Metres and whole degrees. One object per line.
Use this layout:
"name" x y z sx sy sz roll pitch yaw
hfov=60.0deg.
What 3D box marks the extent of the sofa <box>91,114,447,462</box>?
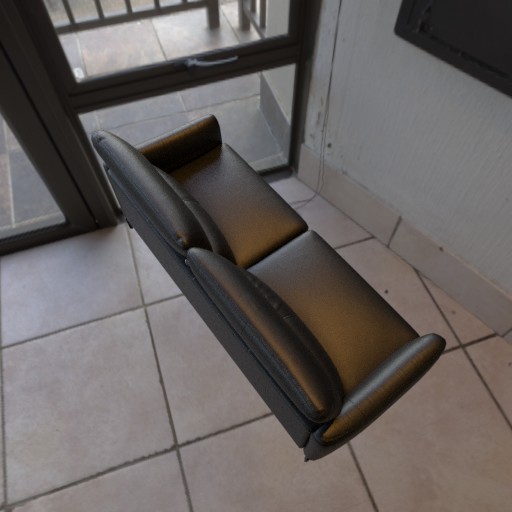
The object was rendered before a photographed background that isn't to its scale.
"sofa" 0.000 0.000 2.493 0.856 0.957 2.069 -33 64 -18
